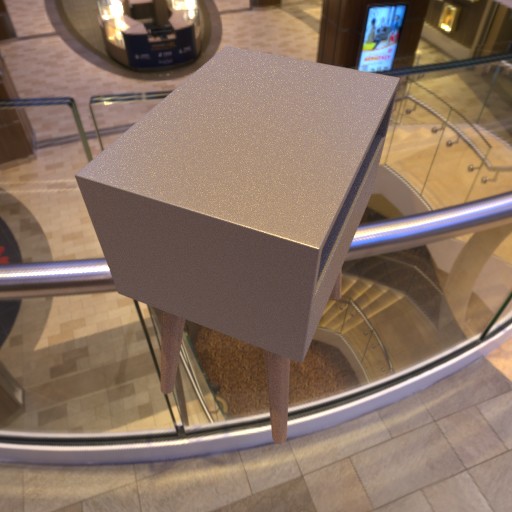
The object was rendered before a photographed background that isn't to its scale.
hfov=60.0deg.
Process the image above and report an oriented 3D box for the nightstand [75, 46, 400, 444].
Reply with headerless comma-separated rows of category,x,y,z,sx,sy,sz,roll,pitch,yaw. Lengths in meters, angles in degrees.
nightstand,0.000,0.000,0.742,0.288,0.508,0.370,18,50,16
